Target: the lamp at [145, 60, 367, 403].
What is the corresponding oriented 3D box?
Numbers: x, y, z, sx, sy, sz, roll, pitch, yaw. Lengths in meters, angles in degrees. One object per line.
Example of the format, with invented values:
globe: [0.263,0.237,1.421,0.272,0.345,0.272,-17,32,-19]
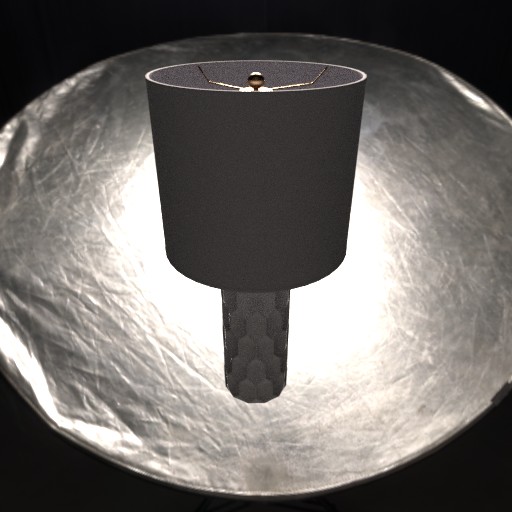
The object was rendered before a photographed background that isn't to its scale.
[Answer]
lamp: [0.000,0.000,0.697,0.277,0.537,0.277,-1,30,-1]
